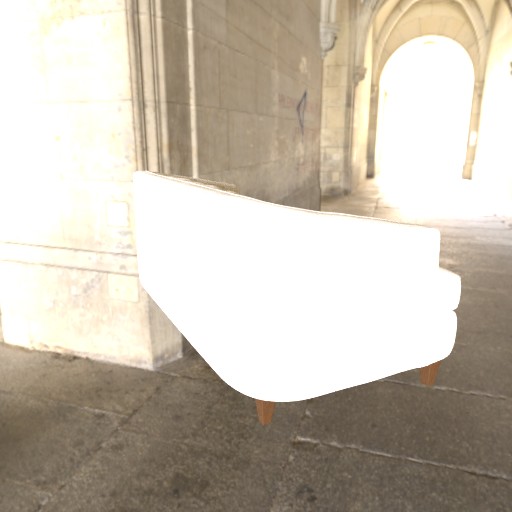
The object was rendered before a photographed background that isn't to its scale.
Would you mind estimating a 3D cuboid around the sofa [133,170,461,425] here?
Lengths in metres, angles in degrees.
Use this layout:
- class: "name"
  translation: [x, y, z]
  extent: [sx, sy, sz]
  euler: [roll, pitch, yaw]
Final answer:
- class: "sofa"
  translation: [0.000, 0.000, 2.225]
  extent: [0.941, 0.855, 1.733]
  euler: [-8, 17, -26]
